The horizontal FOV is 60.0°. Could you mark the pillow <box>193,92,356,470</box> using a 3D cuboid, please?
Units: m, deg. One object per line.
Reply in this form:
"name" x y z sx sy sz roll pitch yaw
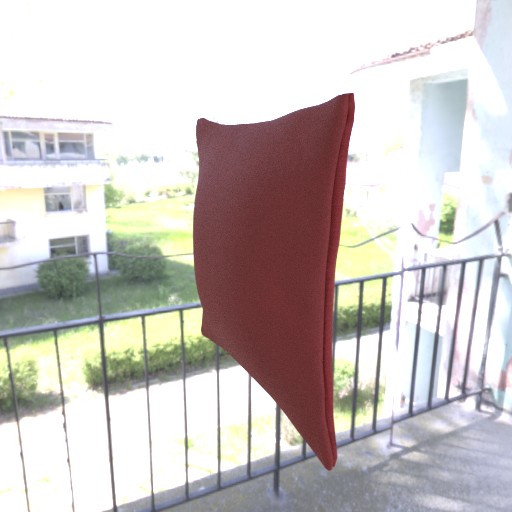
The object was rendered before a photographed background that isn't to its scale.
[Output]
"pillow" 0.000 0.000 0.655 0.151 0.416 0.435 -7 15 -26
